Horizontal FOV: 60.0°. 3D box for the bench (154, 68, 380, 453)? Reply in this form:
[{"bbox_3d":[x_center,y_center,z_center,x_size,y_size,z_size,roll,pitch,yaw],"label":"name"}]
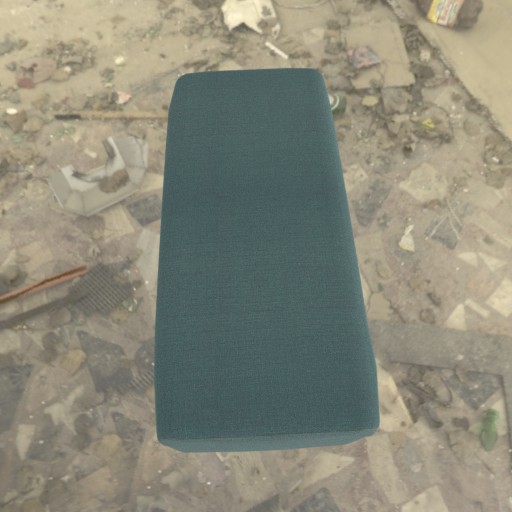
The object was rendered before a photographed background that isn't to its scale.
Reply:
[{"bbox_3d":[0.000,0.000,1.237,0.476,0.474,0.995,-2,63,-1],"label":"bench"}]
